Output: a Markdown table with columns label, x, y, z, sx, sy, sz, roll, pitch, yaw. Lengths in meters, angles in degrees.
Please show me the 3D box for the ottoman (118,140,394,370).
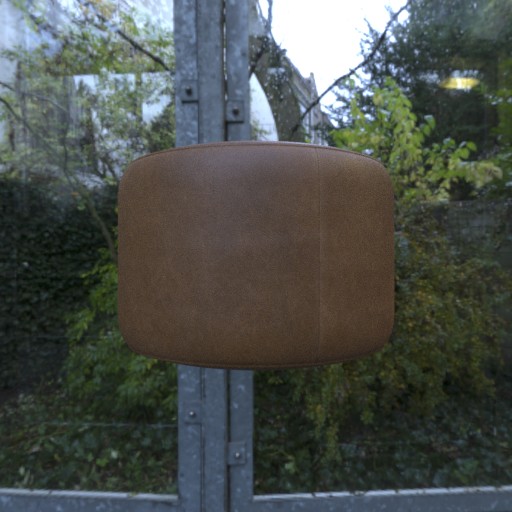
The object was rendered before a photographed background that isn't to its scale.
| label | x | y | z | sx | sy | sz | roll | pitch | yaw |
| --- | --- | --- | --- | --- | --- | --- | --- | --- | --- |
| ottoman | 0.000 | 0.000 | 1.020 | 0.607 | 0.438 | 0.607 | 0 | 0 | 0 |
